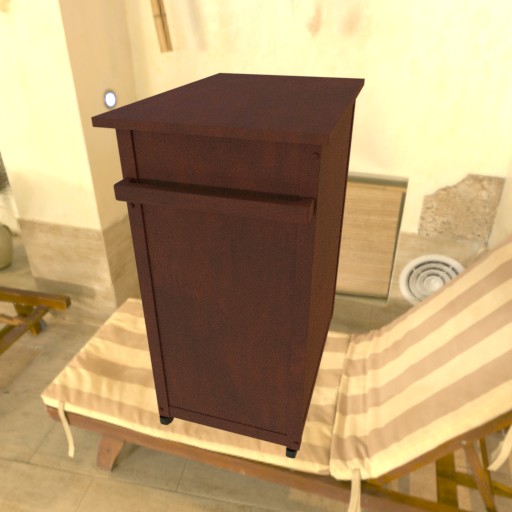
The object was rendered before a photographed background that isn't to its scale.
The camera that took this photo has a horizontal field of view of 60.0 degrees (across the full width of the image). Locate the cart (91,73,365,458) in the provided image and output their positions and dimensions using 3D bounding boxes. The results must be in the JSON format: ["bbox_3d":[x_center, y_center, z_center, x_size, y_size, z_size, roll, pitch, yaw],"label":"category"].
[{"bbox_3d":[0.000,0.000,1.244,0.442,0.864,0.683,8,30,15],"label":"cart"}]
